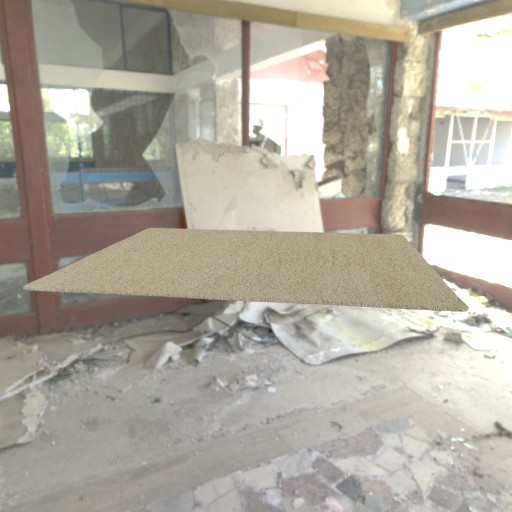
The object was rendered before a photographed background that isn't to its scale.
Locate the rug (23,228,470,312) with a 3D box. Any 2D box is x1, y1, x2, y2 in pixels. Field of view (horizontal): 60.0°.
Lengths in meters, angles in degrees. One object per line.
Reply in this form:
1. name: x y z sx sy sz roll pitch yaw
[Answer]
1. rug: 0.000 0.000 4.061 3.001 0.025 2.401 2 14 8
